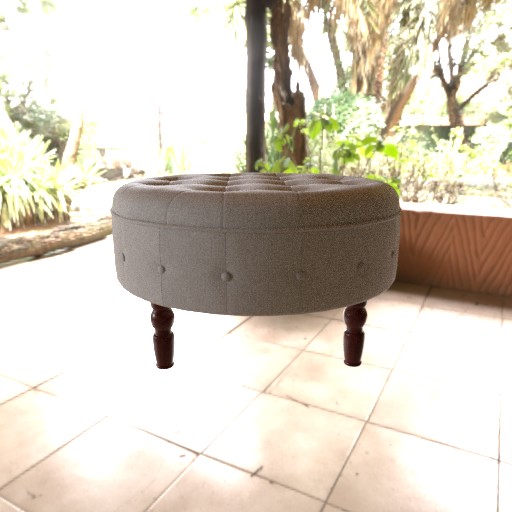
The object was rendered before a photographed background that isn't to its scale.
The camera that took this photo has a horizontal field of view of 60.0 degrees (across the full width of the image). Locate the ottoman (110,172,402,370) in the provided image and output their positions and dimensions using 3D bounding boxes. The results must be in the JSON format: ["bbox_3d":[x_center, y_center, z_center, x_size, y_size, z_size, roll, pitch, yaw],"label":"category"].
[{"bbox_3d":[0.000,0.000,1.391,0.849,0.478,0.849,0,14,0],"label":"ottoman"}]
